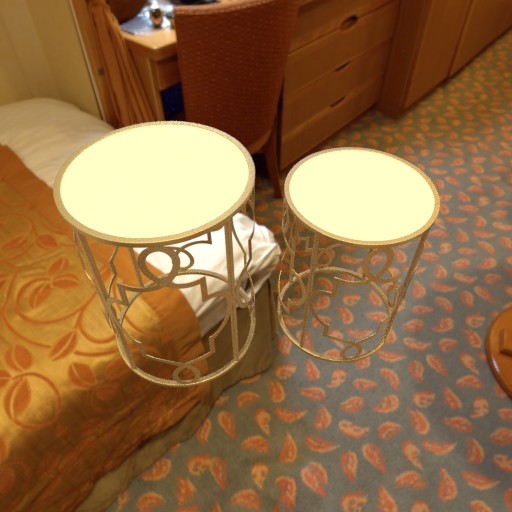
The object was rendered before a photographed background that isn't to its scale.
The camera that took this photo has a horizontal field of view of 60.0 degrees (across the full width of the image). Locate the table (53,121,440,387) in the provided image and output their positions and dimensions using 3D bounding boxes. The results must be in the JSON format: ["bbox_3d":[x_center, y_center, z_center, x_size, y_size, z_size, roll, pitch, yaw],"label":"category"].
[{"bbox_3d":[0.000,0.000,1.165,0.846,0.564,0.420,-4,47,-4],"label":"table"}]
